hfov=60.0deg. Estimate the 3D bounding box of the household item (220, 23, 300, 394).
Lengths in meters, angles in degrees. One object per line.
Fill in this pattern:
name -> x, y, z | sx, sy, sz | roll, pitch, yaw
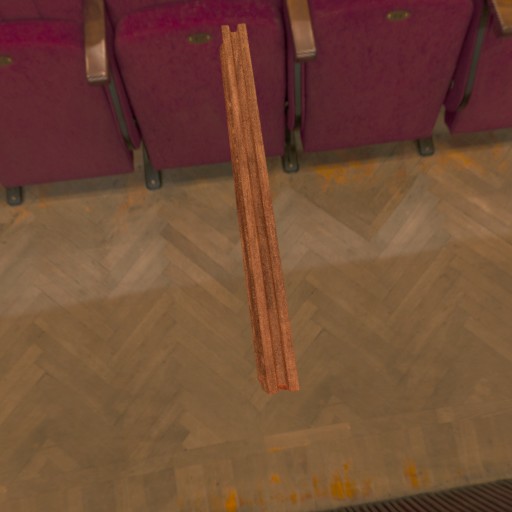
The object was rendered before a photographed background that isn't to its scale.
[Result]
household item -> 0.000, 0.000, 0.320 | 0.018, 0.237, 0.186 | -7, 74, -2
